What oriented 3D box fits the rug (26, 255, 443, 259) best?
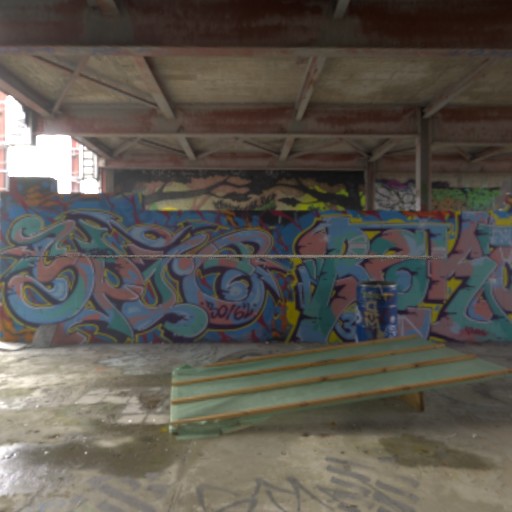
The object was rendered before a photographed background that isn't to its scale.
[{"bbox_3d":[0.000,0.000,4.090,3.048,0.010,2.438,0,0,19],"label":"rug"}]
